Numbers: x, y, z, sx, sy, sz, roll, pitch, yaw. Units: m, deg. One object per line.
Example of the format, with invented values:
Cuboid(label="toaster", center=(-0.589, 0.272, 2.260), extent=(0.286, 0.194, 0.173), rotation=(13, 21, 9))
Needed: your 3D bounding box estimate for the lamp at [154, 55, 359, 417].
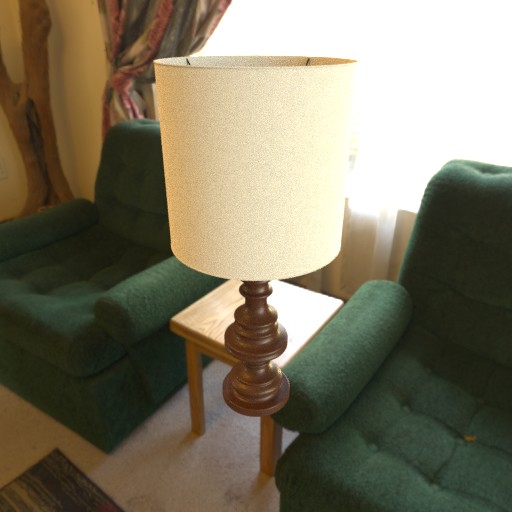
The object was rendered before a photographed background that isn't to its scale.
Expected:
Cuboid(label="lamp", center=(0.000, 0.000, 0.562), extent=(0.208, 0.455, 0.208), rotation=(9, 28, 17))
